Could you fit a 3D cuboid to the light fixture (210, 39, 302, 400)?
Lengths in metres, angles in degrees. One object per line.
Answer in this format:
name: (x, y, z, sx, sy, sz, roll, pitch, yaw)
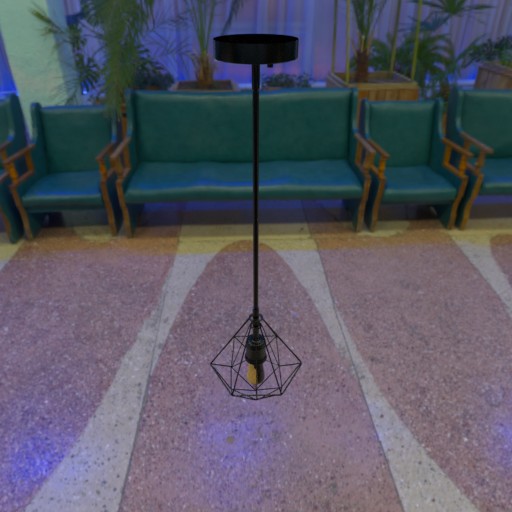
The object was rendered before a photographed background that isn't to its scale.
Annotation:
light fixture: (0.000, 0.000, 1.991, 0.487, 1.764, 0.431, -1, 32, -1)
